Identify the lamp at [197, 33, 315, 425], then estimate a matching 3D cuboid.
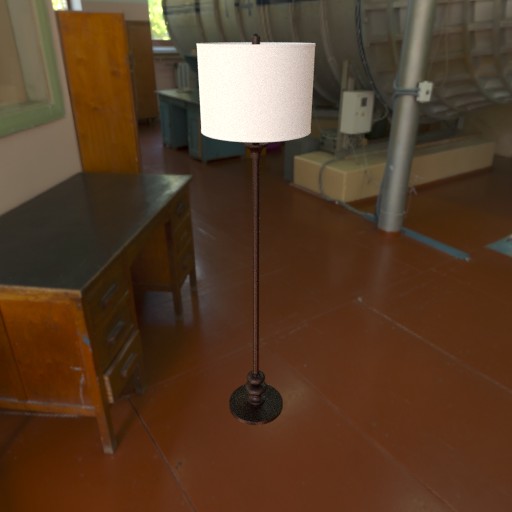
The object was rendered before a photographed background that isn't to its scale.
[{"bbox_3d":[0.000,0.000,1.657,0.356,1.487,0.356,0,27,0],"label":"lamp"}]
